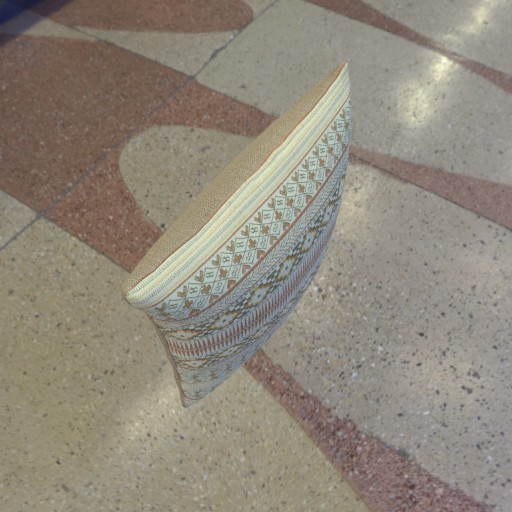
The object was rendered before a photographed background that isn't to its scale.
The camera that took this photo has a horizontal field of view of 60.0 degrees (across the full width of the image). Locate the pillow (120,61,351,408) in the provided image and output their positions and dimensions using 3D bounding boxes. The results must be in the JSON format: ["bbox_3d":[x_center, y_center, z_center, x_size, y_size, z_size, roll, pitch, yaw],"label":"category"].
[{"bbox_3d":[0.000,0.000,0.820,0.215,0.519,0.521,31,63,18],"label":"pillow"}]
